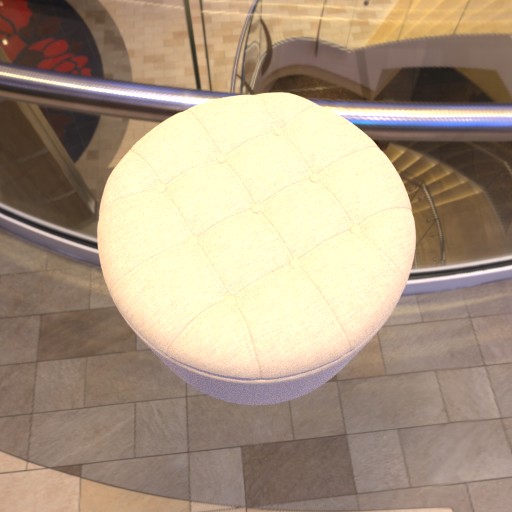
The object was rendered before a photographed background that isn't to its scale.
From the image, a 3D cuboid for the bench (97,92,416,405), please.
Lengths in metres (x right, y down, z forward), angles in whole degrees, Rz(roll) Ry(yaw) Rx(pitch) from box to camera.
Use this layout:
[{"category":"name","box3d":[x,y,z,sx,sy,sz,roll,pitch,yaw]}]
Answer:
[{"category":"bench","box3d":[0.000,0.000,0.992,0.600,0.454,0.600,0,66,0]}]
